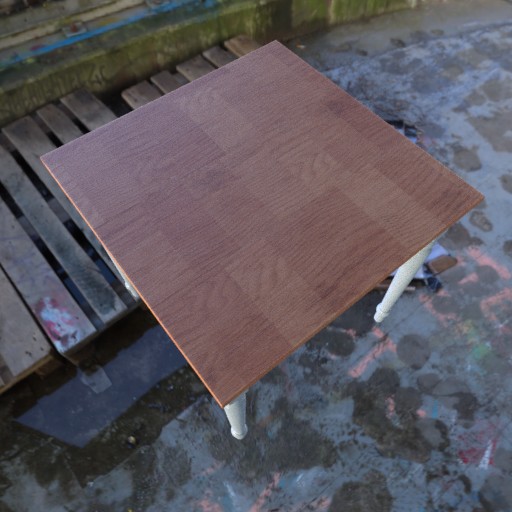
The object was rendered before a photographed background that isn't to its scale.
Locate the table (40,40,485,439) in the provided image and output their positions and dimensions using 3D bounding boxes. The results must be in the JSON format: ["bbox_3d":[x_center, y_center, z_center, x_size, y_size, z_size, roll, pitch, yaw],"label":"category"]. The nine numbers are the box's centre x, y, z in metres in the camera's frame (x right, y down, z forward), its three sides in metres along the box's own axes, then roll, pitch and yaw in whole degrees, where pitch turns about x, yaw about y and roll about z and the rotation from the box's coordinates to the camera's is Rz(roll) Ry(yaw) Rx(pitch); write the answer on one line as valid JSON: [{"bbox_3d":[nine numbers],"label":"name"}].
[{"bbox_3d":[0.000,0.000,1.360,0.747,0.738,0.747,-34,65,-19],"label":"table"}]
